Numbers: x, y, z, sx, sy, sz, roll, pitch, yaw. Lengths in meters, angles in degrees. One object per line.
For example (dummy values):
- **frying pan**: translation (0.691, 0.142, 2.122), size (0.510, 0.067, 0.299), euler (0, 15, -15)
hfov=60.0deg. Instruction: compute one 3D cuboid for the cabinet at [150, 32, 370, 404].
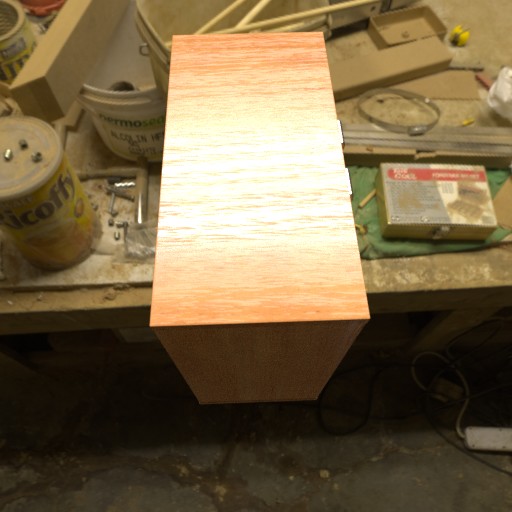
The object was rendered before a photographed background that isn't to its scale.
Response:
- **cabinet**: translation (0.000, 0.000, 1.424), size (0.419, 1.001, 0.800), euler (-2, 62, -1)
